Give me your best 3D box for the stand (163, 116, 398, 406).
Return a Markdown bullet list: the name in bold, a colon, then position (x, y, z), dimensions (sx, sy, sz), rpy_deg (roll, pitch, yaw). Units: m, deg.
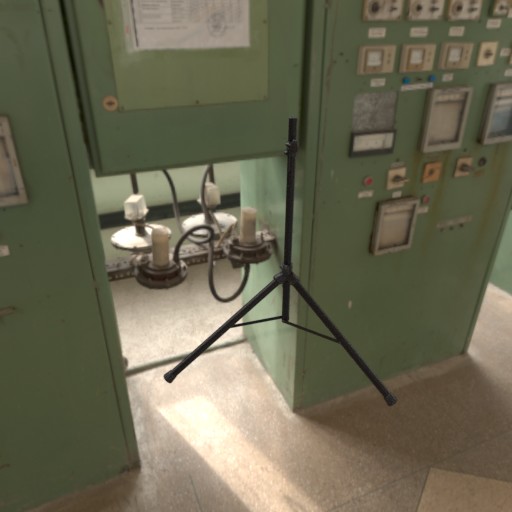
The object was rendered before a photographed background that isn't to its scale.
- **stand**: position (0.000, 0.000, 1.904), dimensions (0.907, 1.136, 1.045), rpy_deg (-11, 31, -19)
